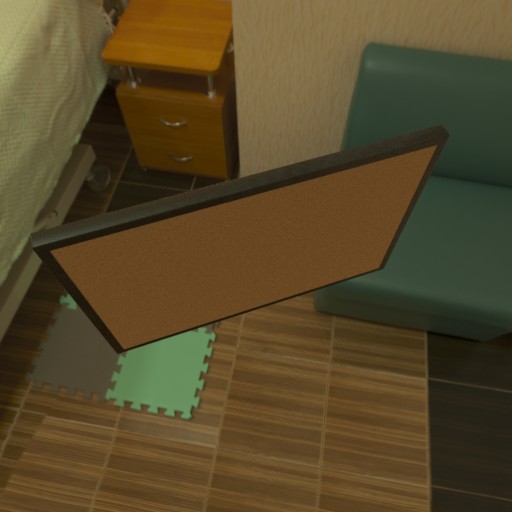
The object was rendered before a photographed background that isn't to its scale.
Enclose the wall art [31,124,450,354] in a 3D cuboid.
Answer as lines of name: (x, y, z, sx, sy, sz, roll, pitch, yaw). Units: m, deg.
wall art: (0.000, 0.000, 1.185, 0.912, 0.612, 0.038, -17, 60, -10)
